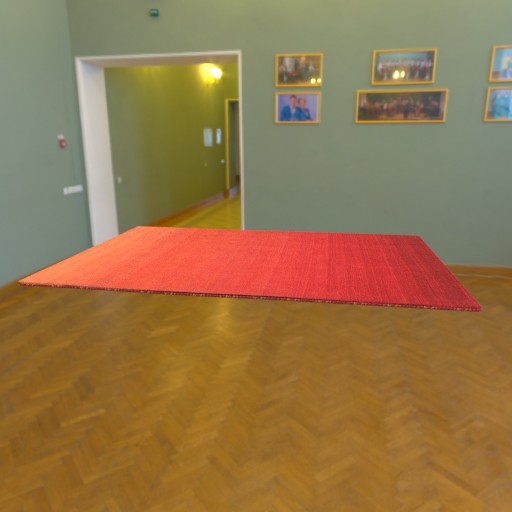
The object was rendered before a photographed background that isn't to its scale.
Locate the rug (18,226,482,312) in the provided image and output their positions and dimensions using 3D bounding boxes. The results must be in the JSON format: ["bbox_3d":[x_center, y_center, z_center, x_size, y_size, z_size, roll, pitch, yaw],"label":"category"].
[{"bbox_3d":[0.000,0.000,2.288,1.835,0.018,1.230,2,15,9],"label":"rug"}]
